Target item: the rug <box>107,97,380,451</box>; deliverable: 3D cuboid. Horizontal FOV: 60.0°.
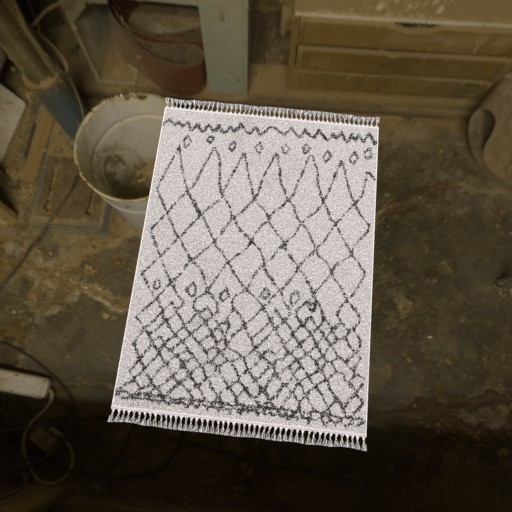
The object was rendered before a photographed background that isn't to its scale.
[{"bbox_3d":[0.000,0.000,3.025,1.613,0.017,2.312,6,75,2],"label":"rug"}]
